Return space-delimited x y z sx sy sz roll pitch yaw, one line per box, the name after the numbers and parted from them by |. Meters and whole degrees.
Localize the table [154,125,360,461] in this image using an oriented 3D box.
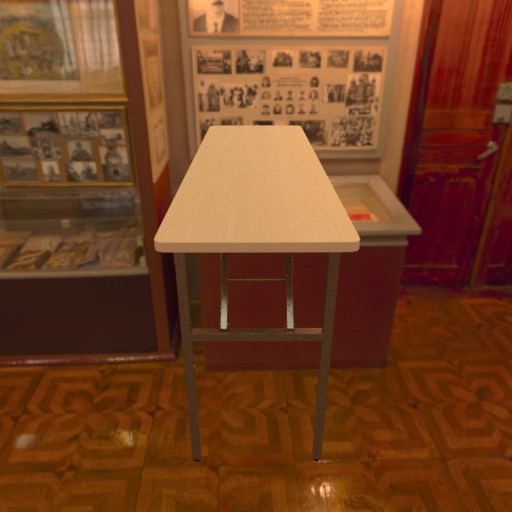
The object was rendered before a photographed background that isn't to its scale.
0.000 0.000 1.727 0.446 0.750 1.397 0 26 0 | table
